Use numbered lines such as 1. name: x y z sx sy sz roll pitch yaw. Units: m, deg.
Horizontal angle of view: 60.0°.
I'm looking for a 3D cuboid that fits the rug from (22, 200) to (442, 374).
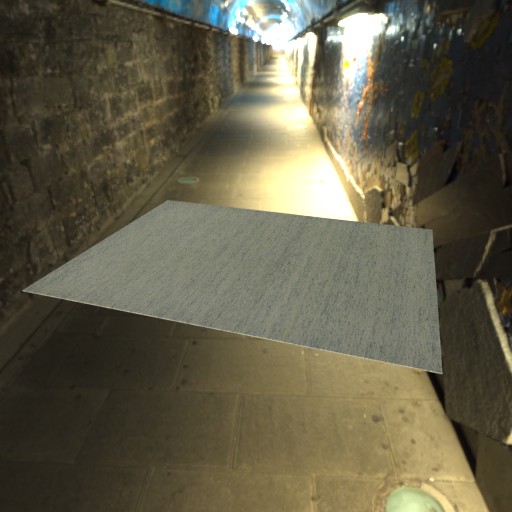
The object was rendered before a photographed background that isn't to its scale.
1. rug: 0.000 0.000 4.197 3.197 0.006 2.438 8 27 17
